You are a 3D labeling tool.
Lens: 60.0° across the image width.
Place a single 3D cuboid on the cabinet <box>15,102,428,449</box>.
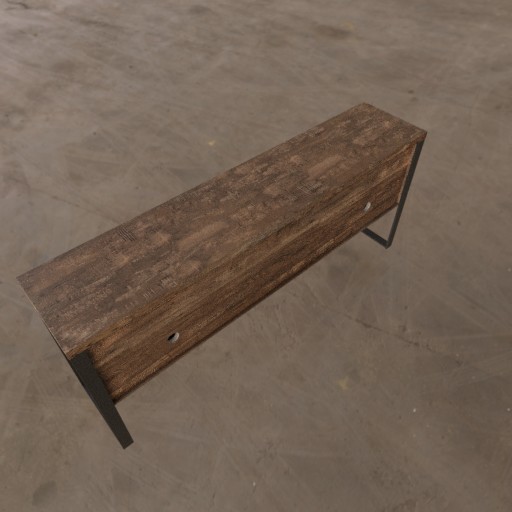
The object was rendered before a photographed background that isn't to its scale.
[{"bbox_3d":[0.000,0.000,2.057,1.800,0.762,0.395,-33,55,-27],"label":"cabinet"}]
